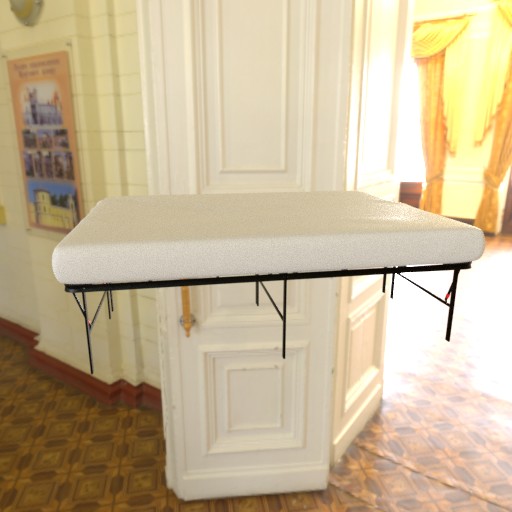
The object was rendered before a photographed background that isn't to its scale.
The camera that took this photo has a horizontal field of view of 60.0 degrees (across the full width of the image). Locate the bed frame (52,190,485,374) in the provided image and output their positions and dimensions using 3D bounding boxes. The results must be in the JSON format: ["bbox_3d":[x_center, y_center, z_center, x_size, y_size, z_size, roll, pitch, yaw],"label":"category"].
[{"bbox_3d":[0.000,0.000,2.873,2.151,0.667,1.584,-3,16,-10],"label":"bed frame"}]
